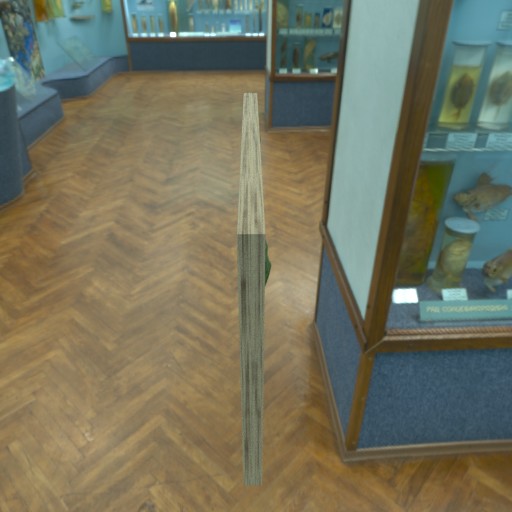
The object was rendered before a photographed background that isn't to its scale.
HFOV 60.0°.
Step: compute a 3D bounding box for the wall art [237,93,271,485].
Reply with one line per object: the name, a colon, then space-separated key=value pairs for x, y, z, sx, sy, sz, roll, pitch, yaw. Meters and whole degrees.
wall art: x=0.000 y=0.000 z=1.124 sx=0.063 sy=0.609 sz=0.841 roll=0 pitch=33 yaw=-1
